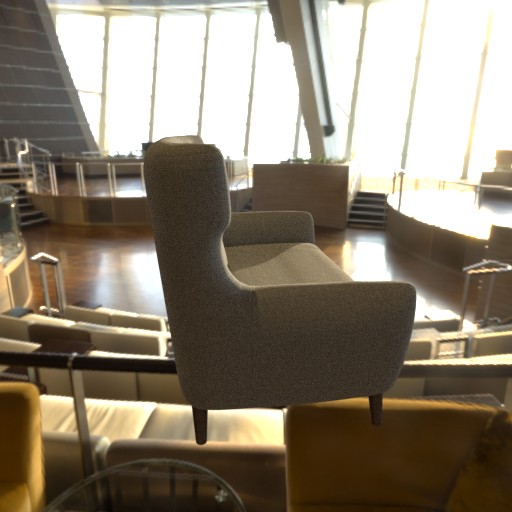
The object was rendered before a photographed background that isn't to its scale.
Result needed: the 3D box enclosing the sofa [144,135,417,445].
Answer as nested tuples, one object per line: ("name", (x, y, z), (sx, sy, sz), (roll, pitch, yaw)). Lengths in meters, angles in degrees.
("sofa", (0.000, 0.000, 1.987), (0.884, 1.028, 1.386), (-3, 17, -9))
